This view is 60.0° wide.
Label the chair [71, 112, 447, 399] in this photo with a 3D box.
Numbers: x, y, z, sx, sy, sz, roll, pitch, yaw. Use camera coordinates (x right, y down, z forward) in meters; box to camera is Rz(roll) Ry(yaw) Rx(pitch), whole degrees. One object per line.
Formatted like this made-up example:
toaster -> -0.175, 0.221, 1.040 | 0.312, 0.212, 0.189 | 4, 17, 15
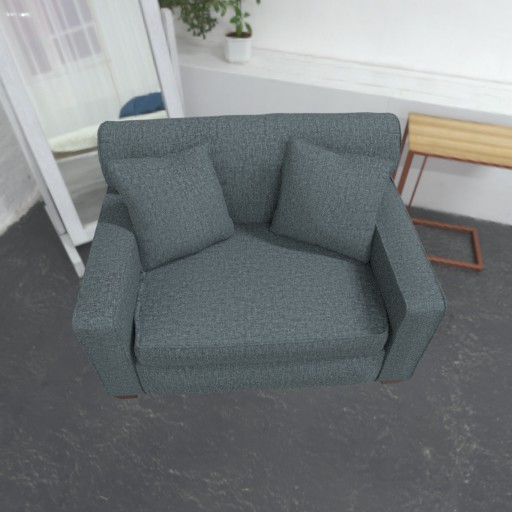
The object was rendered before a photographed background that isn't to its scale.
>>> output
chair -> 0.000, 0.000, 2.025 | 1.383, 0.948, 1.000 | -3, 47, -2
